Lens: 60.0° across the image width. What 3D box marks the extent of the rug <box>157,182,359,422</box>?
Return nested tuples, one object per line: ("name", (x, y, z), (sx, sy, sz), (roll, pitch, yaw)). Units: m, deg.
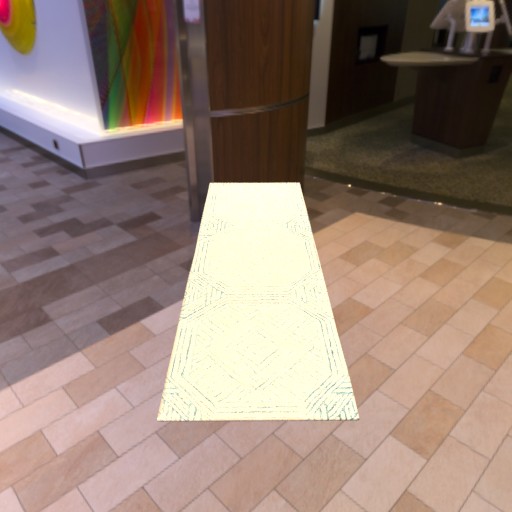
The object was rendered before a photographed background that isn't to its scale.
("rug", (0.000, 0.000, 2.732), (0.775, 0.012, 2.452), (0, 30, 0))
